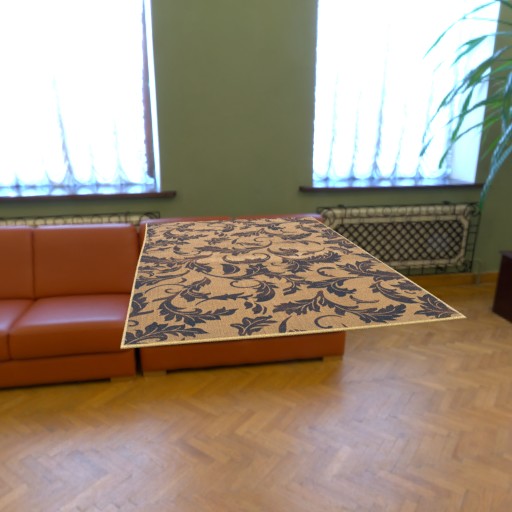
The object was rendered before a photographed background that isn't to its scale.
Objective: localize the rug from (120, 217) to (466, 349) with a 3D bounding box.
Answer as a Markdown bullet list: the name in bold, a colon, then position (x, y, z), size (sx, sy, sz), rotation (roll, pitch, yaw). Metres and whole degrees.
- **rug**: position (0.000, 0.000, 2.936), size (1.522, 0.008, 2.284), rotation (-3, 17, -11)
